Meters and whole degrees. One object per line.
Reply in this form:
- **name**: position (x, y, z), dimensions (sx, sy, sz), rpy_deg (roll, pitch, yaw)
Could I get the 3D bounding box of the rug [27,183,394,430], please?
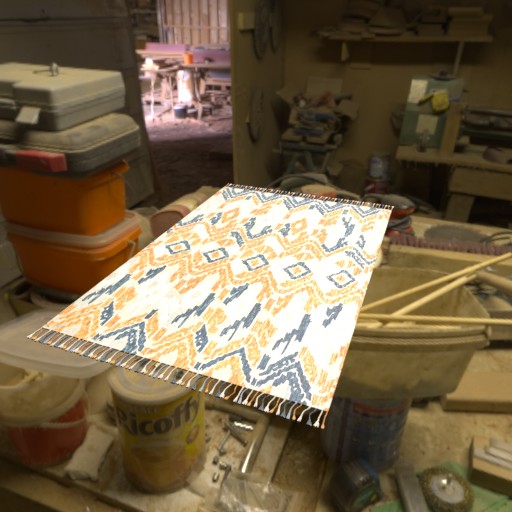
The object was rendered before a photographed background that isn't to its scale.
- **rug**: position (0.000, 0.000, 2.963), dimensions (1.533, 0.010, 2.428), rpy_deg (11, 31, 19)
